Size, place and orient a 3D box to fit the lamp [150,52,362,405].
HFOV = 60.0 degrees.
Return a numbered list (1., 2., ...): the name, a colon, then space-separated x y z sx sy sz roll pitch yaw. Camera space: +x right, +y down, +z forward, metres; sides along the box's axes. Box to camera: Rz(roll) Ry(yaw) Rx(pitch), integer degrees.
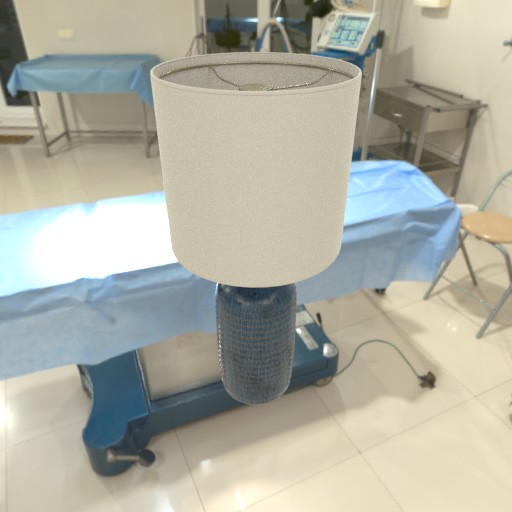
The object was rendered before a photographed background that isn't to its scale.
1. lamp: 0.000 0.000 0.599 0.220 0.475 0.220 -10 34 -16
